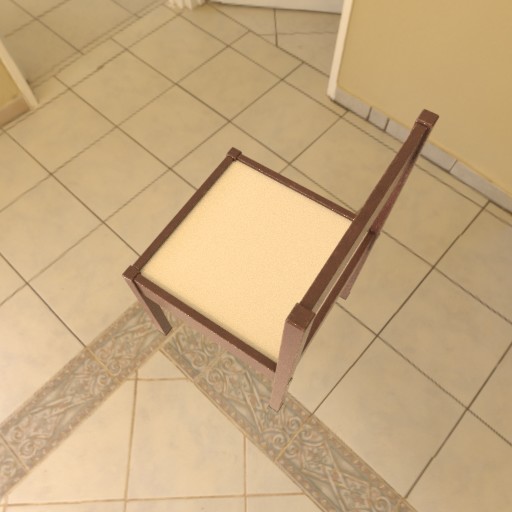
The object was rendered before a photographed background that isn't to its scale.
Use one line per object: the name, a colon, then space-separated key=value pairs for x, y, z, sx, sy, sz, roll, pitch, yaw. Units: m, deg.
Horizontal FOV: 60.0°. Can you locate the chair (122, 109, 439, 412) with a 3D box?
chair: x=0.000 y=0.000 z=0.677 sx=0.285 sy=0.505 sz=0.285 roll=30 pitch=67 yaw=14
